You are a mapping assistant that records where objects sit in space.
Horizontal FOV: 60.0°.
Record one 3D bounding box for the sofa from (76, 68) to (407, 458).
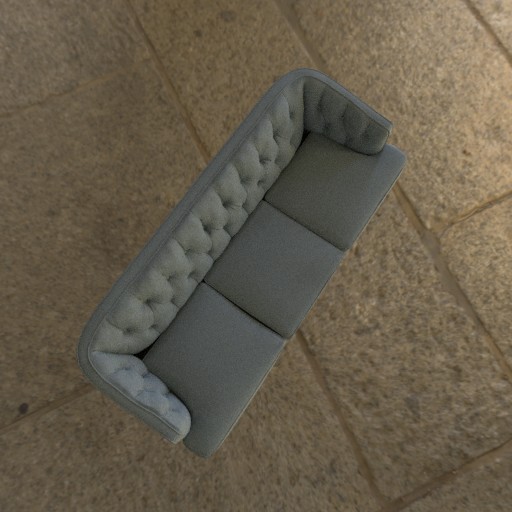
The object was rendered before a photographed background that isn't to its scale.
[{"bbox_3d":[0.000,0.000,2.784,0.941,0.855,2.278,34,78,8],"label":"sofa"}]
